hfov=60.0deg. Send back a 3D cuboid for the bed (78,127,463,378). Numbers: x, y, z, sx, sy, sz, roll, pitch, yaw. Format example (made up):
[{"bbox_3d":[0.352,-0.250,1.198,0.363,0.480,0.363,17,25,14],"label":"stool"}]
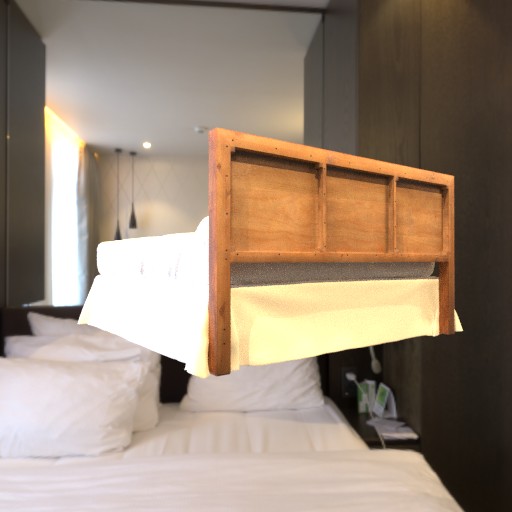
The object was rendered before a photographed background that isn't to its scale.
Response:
[{"bbox_3d":[0.000,0.000,3.483,2.255,1.158,2.165,0,-1,-36],"label":"bed"}]
